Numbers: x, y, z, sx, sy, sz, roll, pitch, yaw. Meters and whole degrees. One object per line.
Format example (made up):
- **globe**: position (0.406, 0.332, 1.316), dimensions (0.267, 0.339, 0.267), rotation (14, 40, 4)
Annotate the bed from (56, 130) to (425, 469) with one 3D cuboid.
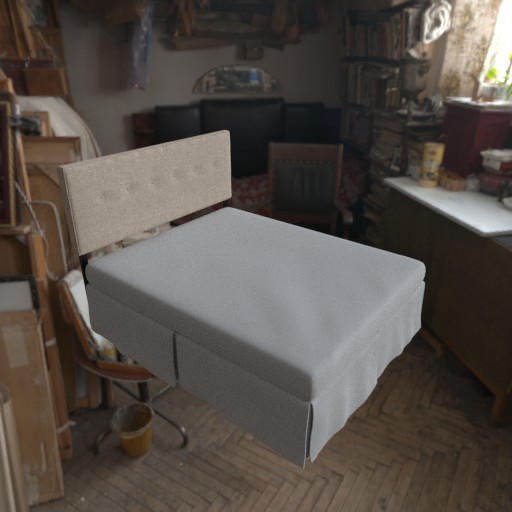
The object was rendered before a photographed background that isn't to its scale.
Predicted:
- **bed**: position (0.000, 0.000, 3.075), dimensions (1.978, 1.270, 1.643), rotation (19, 32, 34)
